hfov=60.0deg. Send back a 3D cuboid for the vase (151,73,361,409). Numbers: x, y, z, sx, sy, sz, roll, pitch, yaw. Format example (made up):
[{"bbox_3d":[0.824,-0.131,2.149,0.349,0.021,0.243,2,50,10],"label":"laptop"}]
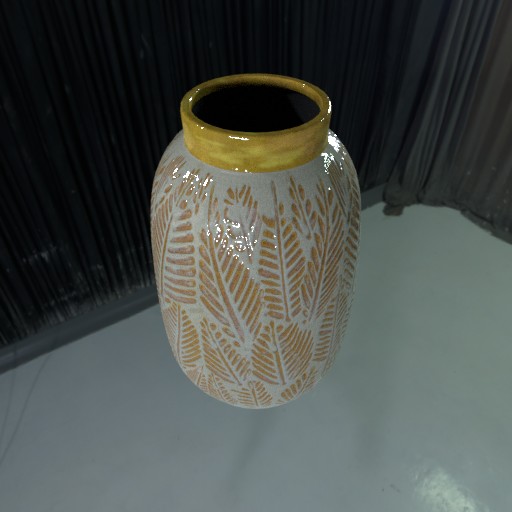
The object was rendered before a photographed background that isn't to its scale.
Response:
[{"bbox_3d":[0.000,0.000,0.375,0.172,0.270,0.172,0,43,0],"label":"vase"}]
